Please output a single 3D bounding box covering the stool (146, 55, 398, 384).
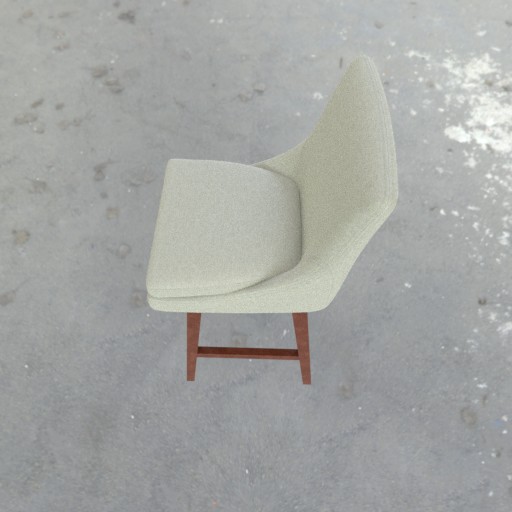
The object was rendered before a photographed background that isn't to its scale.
[{"bbox_3d":[0.000,0.000,1.359,0.559,1.092,0.470,1,58,1],"label":"stool"}]
